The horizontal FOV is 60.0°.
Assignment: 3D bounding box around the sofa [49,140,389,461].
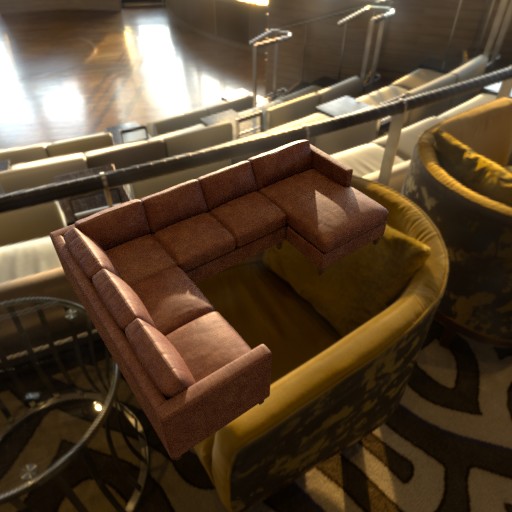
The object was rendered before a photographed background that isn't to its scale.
[{"bbox_3d":[0.000,0.000,4.590,3.324,0.888,2.452,-26,48,-26],"label":"sofa"}]
